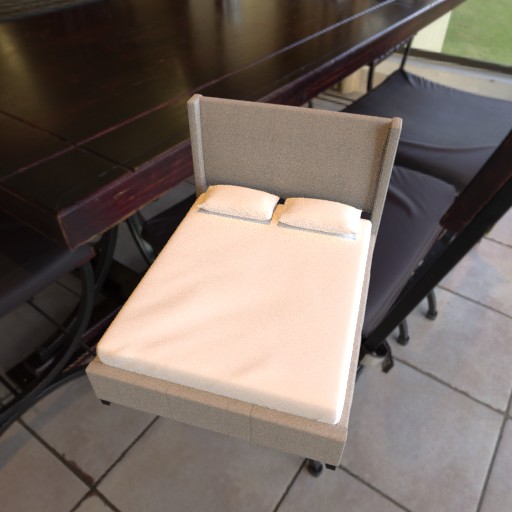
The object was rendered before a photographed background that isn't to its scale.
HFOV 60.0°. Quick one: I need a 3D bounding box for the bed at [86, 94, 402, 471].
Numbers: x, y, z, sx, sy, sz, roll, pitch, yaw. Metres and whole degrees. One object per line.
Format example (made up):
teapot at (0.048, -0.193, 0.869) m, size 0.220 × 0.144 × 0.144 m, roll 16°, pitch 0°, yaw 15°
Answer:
bed at (0.000, 0.000, 3.389) m, size 1.774 × 1.491 × 2.222 m, roll 11°, pitch 43°, yaw 12°
